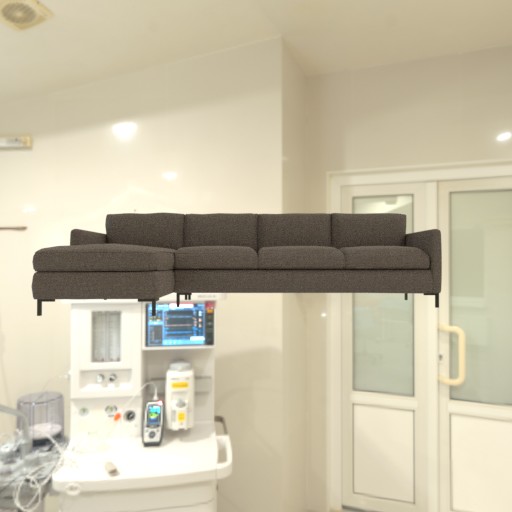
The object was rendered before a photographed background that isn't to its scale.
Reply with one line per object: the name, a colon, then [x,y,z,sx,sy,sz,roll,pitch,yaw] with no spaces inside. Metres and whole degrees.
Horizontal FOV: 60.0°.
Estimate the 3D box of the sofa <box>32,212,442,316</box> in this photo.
sofa: [0.000,0.000,3.291,2.731,0.754,1.258,0,-1,0]
